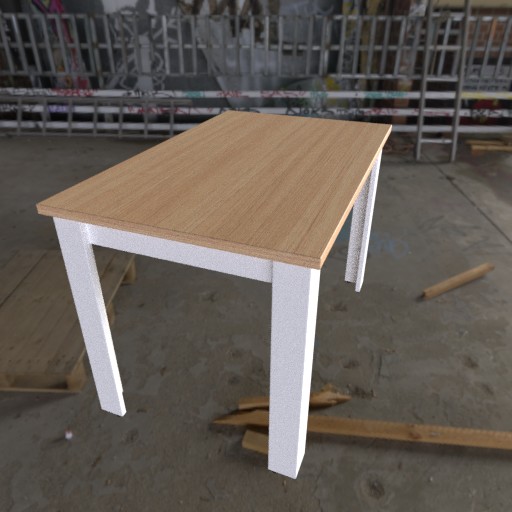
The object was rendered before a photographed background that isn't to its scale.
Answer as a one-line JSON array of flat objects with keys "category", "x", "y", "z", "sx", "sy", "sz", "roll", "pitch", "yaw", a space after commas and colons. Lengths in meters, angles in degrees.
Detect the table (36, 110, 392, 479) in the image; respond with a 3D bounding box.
[{"category": "table", "x": 0.000, "y": 0.000, "z": 1.576, "sx": 0.700, "sy": 0.734, "sz": 1.100, "roll": 11, "pitch": 32, "yaw": 19}]
